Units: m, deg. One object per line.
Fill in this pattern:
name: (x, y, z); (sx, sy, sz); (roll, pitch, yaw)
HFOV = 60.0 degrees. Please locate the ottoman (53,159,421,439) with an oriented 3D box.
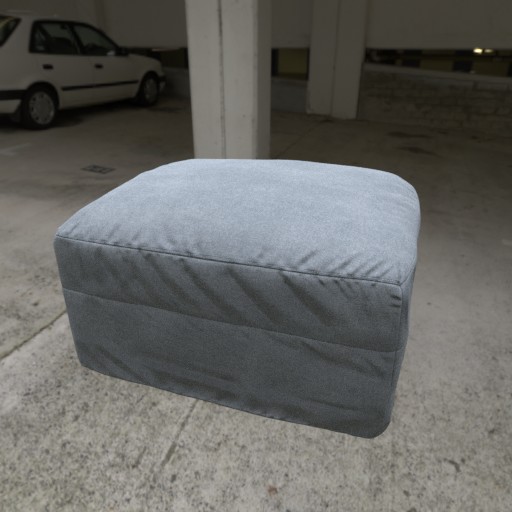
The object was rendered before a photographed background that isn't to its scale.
ottoman: (0.000, 0.000, 1.237); (0.837, 0.481, 0.683); (9, 27, 17)
